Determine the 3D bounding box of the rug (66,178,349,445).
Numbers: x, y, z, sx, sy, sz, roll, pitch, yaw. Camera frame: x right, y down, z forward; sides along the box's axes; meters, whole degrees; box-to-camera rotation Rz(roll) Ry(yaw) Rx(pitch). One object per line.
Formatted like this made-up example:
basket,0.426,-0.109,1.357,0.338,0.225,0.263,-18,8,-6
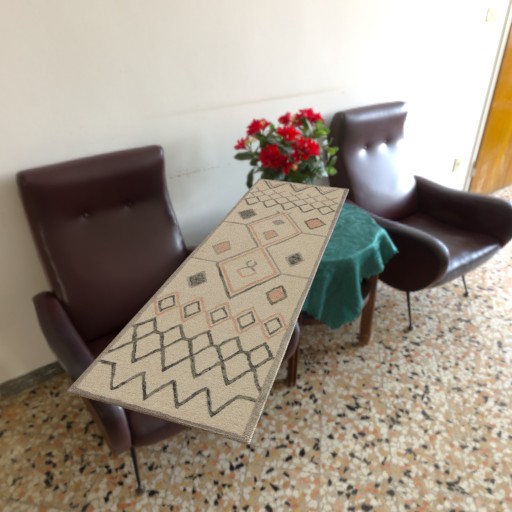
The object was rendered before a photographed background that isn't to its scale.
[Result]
rug,0.000,0.000,2.614,0.750,0.011,2.435,9,32,16
